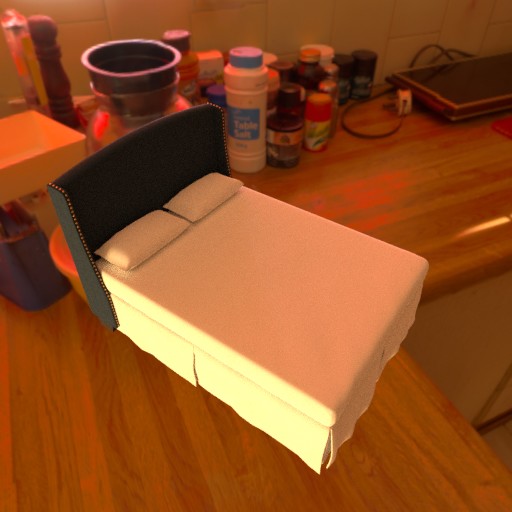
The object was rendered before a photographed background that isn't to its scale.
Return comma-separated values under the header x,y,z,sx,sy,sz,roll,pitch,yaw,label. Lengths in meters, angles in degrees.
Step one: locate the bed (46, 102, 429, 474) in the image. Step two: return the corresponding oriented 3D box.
x,y,z,sx,sy,sz,roll,pitch,yaw,label
0.000,0.000,3.239,2.223,1.402,1.604,25,47,26,bed
